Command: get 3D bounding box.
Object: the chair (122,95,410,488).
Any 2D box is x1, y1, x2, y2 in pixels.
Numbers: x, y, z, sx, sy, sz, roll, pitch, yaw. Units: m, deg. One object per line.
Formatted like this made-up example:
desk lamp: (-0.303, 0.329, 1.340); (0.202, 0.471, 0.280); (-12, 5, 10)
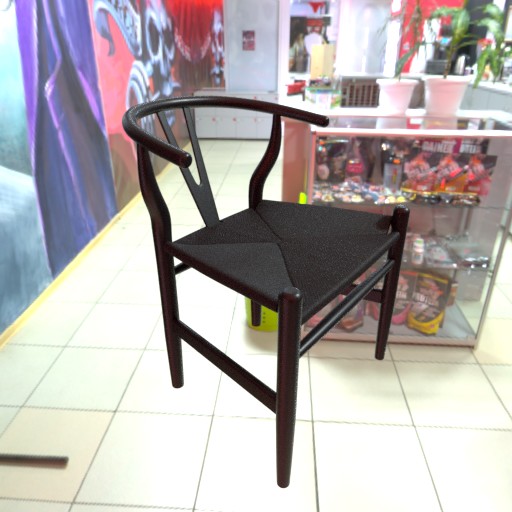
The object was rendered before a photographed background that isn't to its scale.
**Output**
chair: (0.000, 0.000, 1.133); (0.579, 0.730, 0.569); (18, 31, 32)
